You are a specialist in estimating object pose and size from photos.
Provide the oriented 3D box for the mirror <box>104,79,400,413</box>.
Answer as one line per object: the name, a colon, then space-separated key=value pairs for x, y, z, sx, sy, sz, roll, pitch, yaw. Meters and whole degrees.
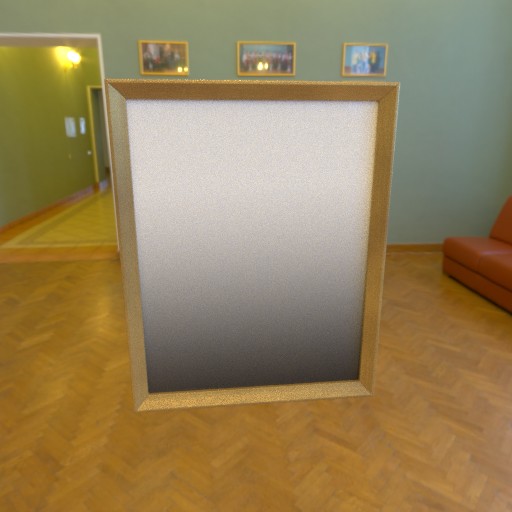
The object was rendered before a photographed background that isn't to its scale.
mirror: x=0.000 y=0.000 z=0.693 sx=0.406 sy=0.509 sz=0.041 roll=-2 pitch=16 yaw=-6
